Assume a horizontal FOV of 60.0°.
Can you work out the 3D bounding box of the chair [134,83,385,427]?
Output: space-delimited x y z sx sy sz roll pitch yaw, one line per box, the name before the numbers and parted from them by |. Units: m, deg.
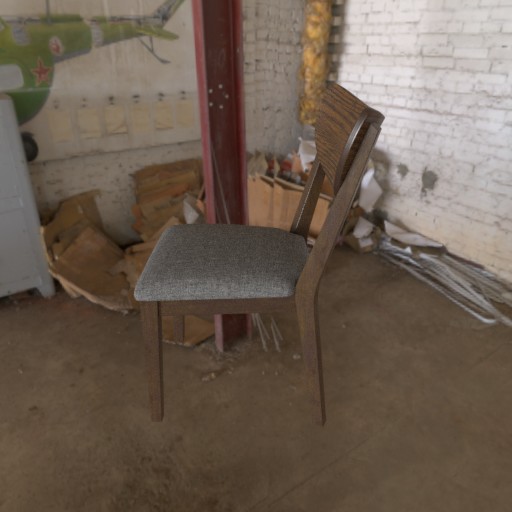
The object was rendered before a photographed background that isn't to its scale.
chair | 0.000 0.000 1.221 0.583 0.849 0.491 1 27 1
